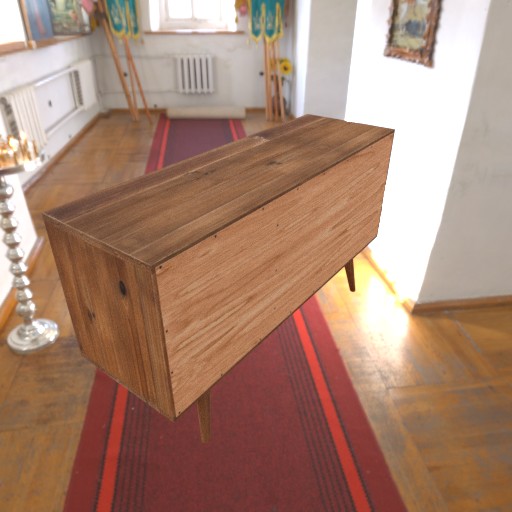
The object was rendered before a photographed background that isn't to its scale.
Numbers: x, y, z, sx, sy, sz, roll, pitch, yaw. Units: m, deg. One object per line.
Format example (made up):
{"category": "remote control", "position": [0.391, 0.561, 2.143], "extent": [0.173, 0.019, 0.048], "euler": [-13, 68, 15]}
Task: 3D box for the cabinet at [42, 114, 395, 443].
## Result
{"category": "cabinet", "position": [0.000, 0.000, 1.798], "extent": [0.472, 0.800, 1.400], "euler": [22, 37, 31]}
